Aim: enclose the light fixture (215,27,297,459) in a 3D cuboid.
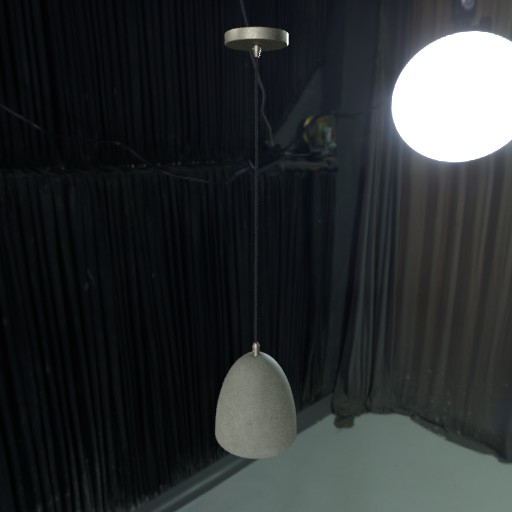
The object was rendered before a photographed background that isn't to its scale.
[{"bbox_3d":[0.000,0.000,0.833,0.170,0.759,0.170,-14,21,-43],"label":"light fixture"}]
